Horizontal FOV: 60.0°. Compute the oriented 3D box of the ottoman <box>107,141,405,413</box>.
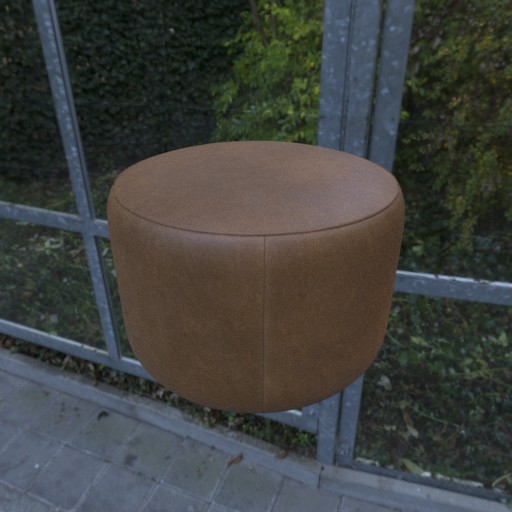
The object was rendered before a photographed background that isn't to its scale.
[{"bbox_3d":[0.000,0.000,1.002,0.607,0.438,0.607,0,28,0],"label":"ottoman"}]
